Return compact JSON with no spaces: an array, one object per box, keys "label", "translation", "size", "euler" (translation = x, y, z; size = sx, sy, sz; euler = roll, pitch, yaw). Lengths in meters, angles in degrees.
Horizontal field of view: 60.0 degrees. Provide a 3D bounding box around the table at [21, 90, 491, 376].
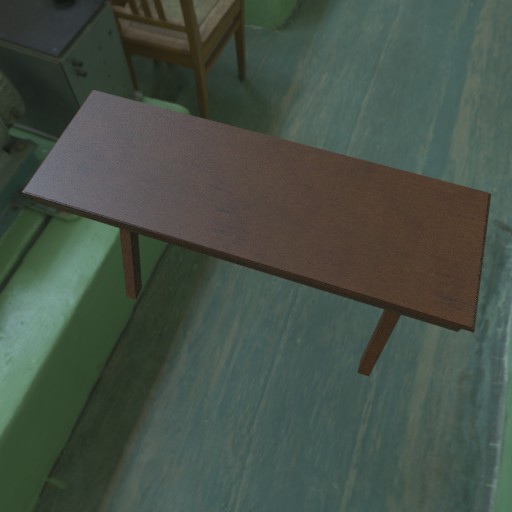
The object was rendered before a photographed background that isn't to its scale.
[{"label":"table","translation":[0.000,0.000,1.523],"size":[1.197,0.763,0.399],"euler":[17,65,8]}]
